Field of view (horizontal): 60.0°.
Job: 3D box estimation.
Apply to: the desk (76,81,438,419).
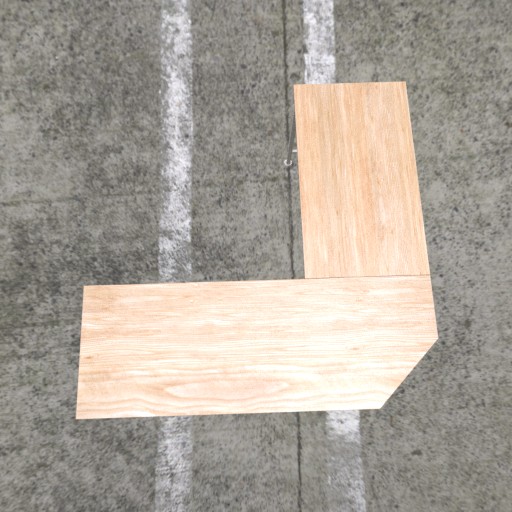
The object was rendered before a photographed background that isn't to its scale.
[{"bbox_3d":[0.000,0.000,2.168,1.379,0.739,1.379,-2,76,0],"label":"desk"}]
